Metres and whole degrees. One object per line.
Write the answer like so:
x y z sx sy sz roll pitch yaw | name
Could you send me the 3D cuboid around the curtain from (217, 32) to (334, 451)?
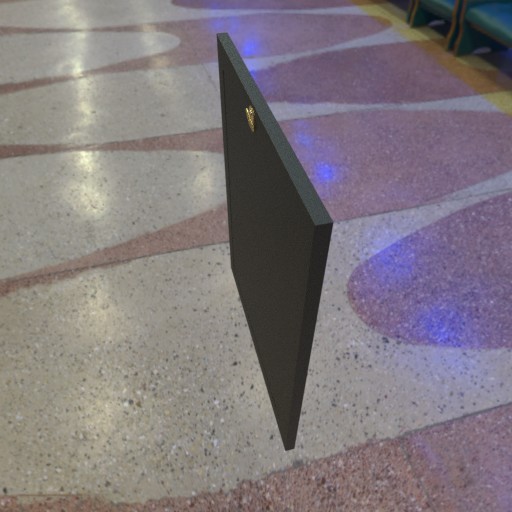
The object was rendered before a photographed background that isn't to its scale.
0.000 0.000 0.791 0.027 0.585 0.483 -11 48 -10 | curtain
